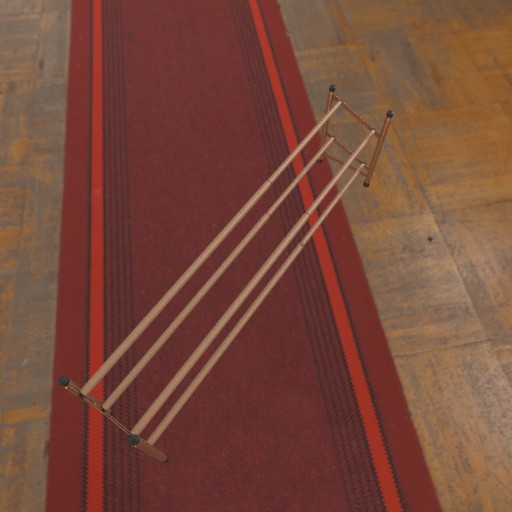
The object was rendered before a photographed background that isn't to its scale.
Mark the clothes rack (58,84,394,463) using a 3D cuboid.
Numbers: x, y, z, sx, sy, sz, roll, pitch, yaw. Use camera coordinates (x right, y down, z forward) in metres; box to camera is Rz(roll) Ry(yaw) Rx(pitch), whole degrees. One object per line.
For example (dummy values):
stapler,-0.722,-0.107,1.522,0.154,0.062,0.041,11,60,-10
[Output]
clothes rack,0.000,0.000,1.304,0.229,0.349,1.168,31,65,17
